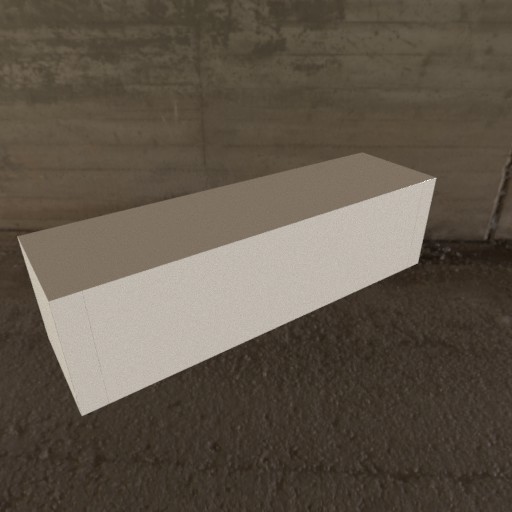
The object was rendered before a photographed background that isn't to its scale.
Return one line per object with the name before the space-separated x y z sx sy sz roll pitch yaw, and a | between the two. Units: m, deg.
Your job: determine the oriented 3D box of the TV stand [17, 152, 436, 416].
TV stand | 0.000 0.000 1.696 1.500 0.440 0.410 -19 35 -29
